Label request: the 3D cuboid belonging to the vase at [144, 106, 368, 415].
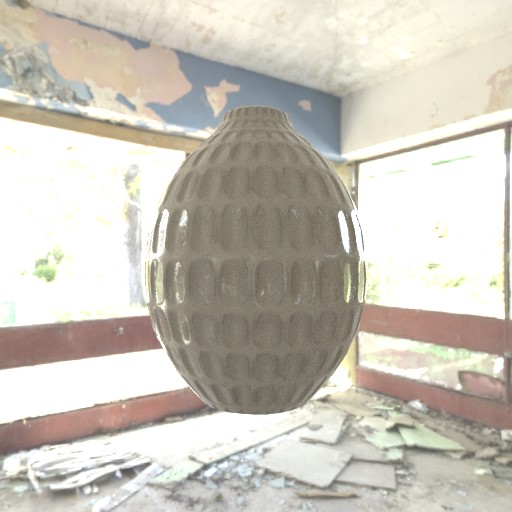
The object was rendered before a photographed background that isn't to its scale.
[{"bbox_3d":[0.000,0.000,0.262,0.128,0.167,0.128,0,-1,0],"label":"vase"}]
